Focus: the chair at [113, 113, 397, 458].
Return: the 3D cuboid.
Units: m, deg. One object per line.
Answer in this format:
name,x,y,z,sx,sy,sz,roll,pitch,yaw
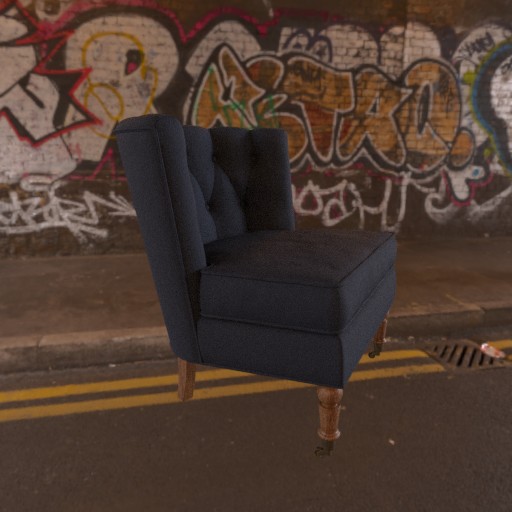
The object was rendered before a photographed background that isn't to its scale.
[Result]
chair,0.000,0.000,1.310,0.718,0.771,0.740,6,14,25
